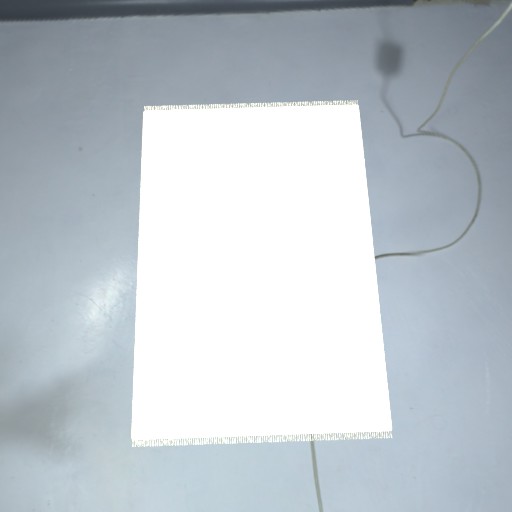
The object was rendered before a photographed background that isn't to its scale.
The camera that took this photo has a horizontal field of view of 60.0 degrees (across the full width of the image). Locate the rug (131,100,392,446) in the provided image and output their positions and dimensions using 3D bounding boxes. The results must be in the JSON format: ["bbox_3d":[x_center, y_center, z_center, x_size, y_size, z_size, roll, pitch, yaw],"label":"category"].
[{"bbox_3d":[0.000,0.000,2.850,1.514,0.011,2.233,-2,75,0],"label":"rug"}]
